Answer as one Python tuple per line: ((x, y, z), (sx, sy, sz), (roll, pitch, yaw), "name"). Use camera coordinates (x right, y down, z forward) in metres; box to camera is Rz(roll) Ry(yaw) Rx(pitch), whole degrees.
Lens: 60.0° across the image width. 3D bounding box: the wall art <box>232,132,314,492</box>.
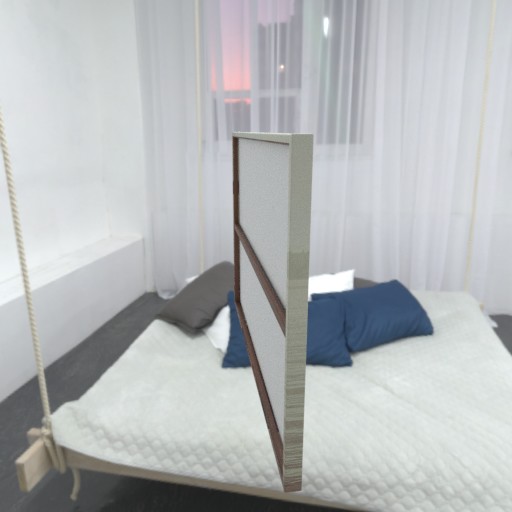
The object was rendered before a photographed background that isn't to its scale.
((0.000, 0.000, 1.423), (0.040, 0.765, 1.149), (-2, 16, -8), "wall art")
